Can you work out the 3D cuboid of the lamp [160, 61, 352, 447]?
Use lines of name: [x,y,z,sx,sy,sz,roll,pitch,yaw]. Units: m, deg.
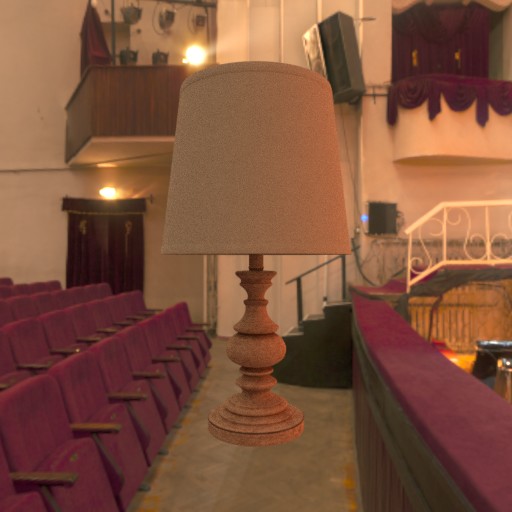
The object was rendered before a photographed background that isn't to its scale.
lamp: [0.000,0.000,0.646,0.273,0.497,0.273,0,0,0]
